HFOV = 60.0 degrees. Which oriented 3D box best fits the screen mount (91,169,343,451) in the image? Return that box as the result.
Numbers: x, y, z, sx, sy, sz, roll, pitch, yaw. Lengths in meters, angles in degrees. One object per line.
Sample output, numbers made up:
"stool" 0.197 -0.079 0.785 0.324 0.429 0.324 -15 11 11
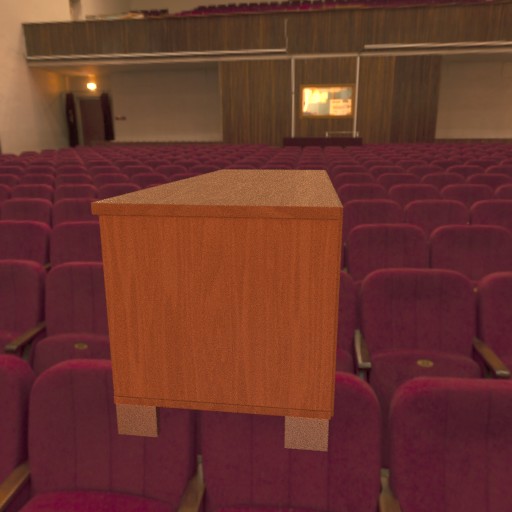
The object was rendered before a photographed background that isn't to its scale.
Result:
"screen mount" 0.000 0.000 1.270 0.406 0.432 1.084 2 14 7
